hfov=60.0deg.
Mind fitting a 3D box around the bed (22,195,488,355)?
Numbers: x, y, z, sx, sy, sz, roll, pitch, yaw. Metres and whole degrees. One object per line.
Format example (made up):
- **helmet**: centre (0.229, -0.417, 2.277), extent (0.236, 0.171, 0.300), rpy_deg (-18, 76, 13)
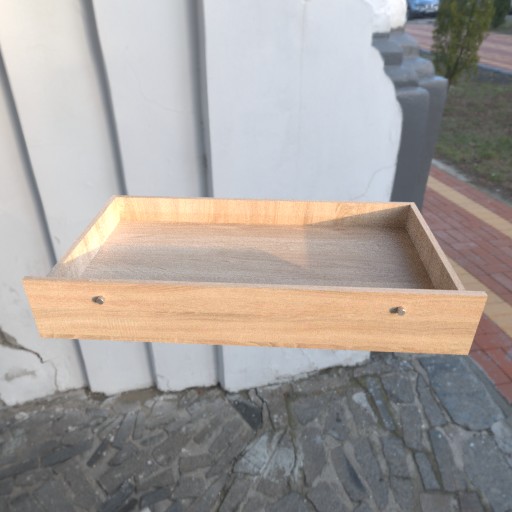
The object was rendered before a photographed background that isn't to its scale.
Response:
- **bed**: centre (0.000, 0.000, 1.472), extent (1.200, 0.209, 0.685), rpy_deg (2, 31, 3)
